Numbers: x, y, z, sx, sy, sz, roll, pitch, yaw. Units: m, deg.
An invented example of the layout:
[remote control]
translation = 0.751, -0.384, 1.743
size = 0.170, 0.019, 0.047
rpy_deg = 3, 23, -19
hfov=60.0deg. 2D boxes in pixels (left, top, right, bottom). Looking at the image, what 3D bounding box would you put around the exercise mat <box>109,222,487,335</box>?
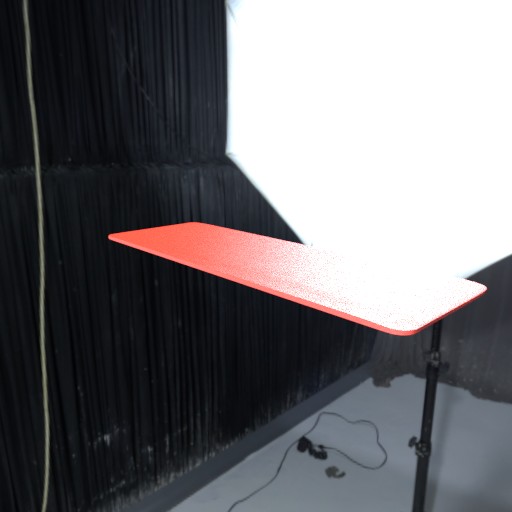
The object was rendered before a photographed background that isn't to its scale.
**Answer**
[exercise mat]
translation = 0.000, 0.000, 2.081
size = 0.616, 0.021, 1.869
rpy_deg = -13, 20, -42
